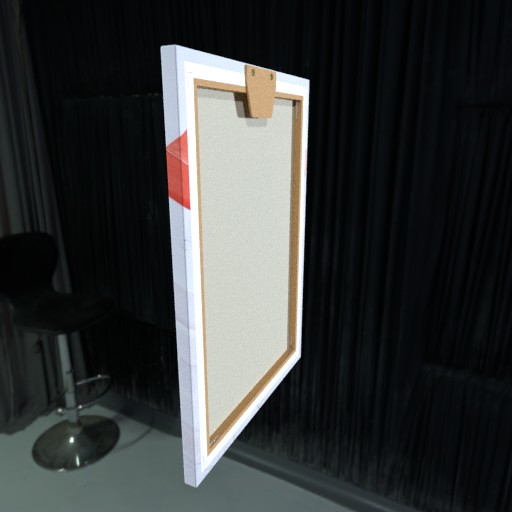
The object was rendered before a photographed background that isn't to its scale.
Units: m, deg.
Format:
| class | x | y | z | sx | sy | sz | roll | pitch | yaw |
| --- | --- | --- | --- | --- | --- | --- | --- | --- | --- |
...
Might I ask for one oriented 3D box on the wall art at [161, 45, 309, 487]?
| class | x | y | z | sx | sy | sz | roll | pitch | yaw |
| --- | --- | --- | --- | --- | --- | --- | --- | --- | --- |
| wall art | 0.000 | 0.000 | 1.075 | 0.036 | 0.848 | 0.613 | 8 | 18 | 25 |
